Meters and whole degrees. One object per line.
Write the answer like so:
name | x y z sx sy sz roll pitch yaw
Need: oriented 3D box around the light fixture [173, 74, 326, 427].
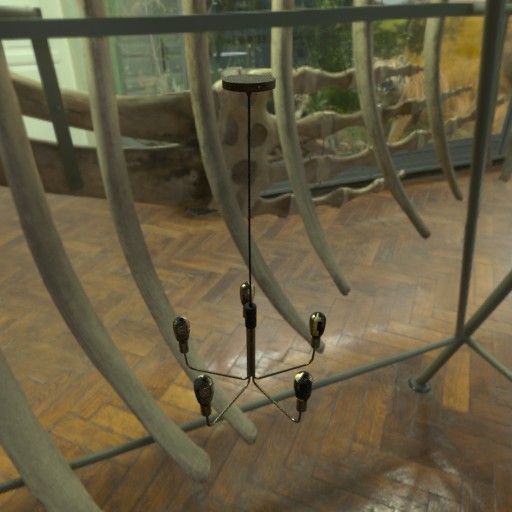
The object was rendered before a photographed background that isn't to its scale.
light fixture | 0.000 0.000 1.398 0.532 1.059 0.588 -11 32 -18
